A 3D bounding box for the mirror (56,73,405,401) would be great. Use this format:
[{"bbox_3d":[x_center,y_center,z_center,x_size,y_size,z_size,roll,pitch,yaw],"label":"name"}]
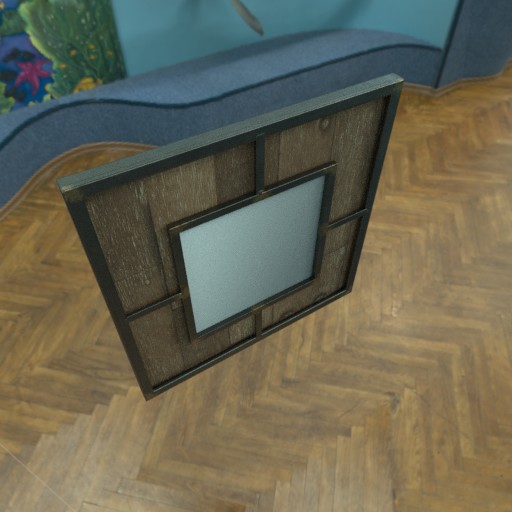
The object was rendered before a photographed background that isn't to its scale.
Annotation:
[{"bbox_3d":[0.000,0.000,0.571,0.382,0.381,0.020,-24,51,-21],"label":"mirror"}]
